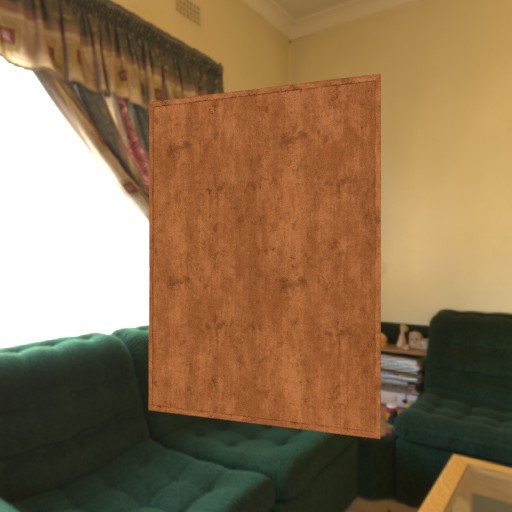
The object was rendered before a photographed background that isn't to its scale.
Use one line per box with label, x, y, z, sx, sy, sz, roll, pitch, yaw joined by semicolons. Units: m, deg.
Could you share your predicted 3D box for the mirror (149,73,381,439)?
mirror;0.000;0.000;1.466;0.796;1.099;0.028;0;0;18
